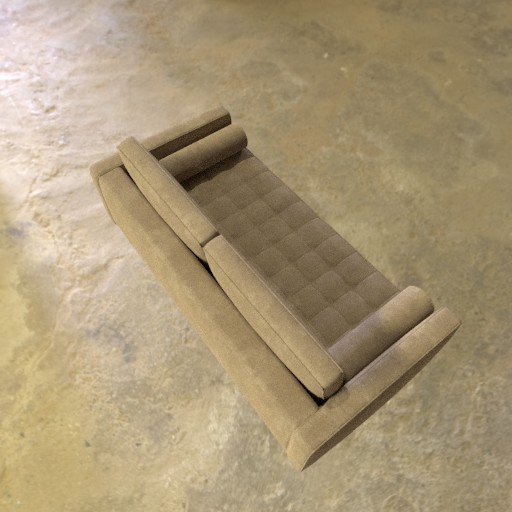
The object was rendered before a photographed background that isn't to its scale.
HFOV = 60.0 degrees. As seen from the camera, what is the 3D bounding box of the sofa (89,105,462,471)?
[{"bbox_3d":[0.000,0.000,2.326,0.920,0.769,1.883,-33,62,-20],"label":"sofa"}]
